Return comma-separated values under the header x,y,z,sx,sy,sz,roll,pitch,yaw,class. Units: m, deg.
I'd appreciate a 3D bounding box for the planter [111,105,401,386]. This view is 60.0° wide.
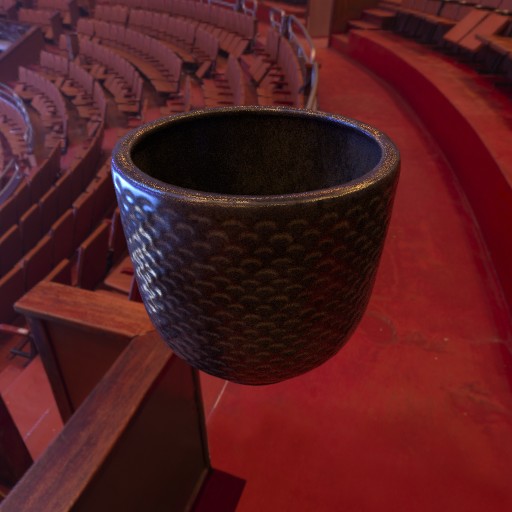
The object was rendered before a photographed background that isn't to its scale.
x,y,z,sx,sy,sz,roll,pitch,yaw,class
0.000,0.000,0.359,0.197,0.191,0.197,0,33,0,planter
